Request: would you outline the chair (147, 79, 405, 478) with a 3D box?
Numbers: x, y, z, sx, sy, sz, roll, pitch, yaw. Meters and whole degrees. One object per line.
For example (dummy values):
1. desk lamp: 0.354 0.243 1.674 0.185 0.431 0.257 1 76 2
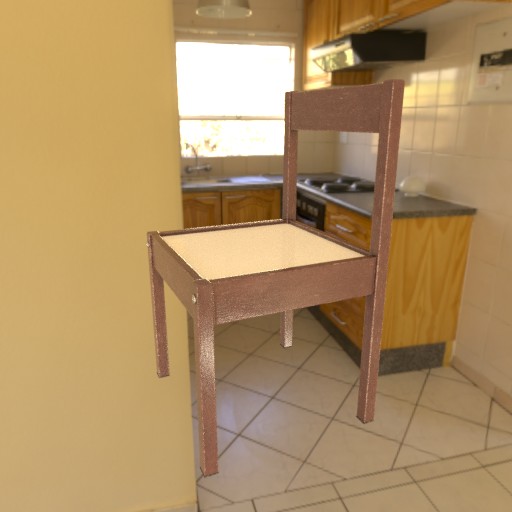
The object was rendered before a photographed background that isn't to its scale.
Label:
1. chair: 0.000 0.000 0.696 0.285 0.505 0.285 -8 19 -24
